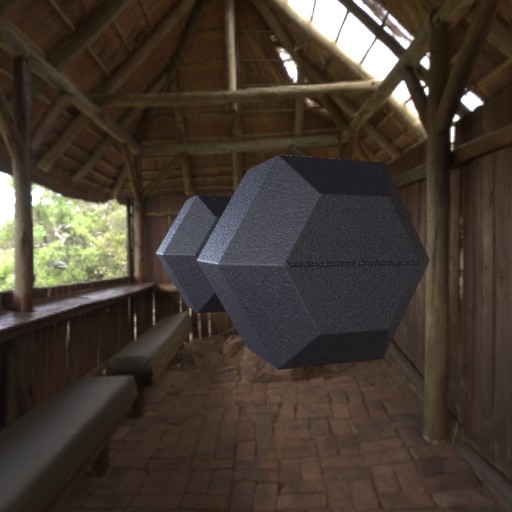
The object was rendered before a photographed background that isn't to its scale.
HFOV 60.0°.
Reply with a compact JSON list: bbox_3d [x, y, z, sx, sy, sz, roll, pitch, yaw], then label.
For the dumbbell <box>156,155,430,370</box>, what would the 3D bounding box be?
[{"bbox_3d":[0.000,0.000,0.438,0.157,0.137,0.361,-1,2,-20],"label":"dumbbell"}]
